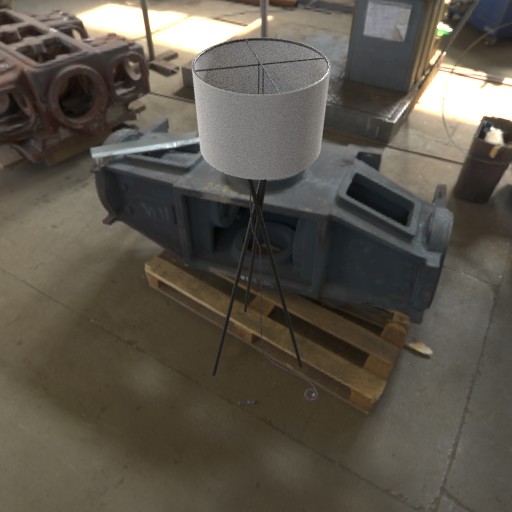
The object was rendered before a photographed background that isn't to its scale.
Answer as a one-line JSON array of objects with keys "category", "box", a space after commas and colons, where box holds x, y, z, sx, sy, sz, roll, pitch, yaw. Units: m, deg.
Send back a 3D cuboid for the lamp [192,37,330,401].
[{"category": "lamp", "box": [0.000, 0.000, 1.928, 0.522, 1.624, 0.667, -10, 47, -10]}]
